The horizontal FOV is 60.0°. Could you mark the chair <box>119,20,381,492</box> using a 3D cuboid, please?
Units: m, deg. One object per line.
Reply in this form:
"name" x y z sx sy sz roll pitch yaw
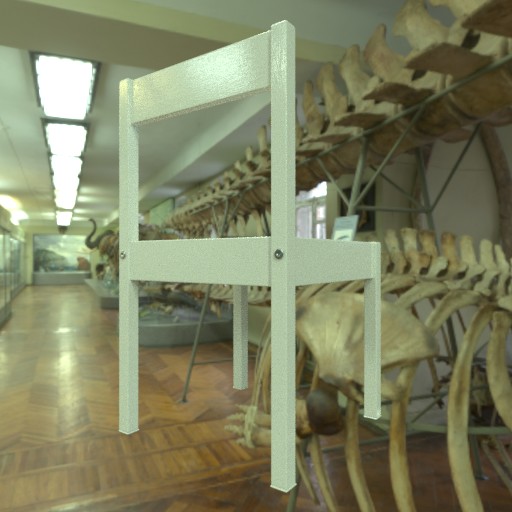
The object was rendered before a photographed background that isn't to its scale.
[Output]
"chair" 0.000 0.000 0.669 0.285 0.505 0.285 0 0 36
